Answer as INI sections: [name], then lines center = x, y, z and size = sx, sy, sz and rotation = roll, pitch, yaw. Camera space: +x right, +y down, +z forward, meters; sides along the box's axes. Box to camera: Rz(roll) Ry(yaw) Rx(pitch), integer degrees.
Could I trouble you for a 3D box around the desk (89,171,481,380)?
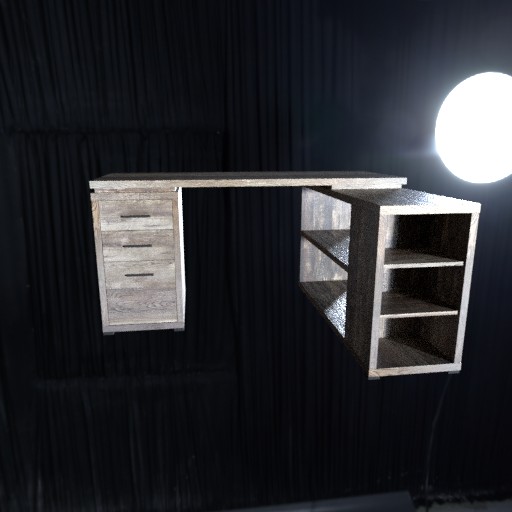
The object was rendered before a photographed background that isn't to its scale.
[desk]
center = 0.000, 0.000, 2.203
size = 1.524, 0.753, 1.200
rotation = -2, 14, -8
